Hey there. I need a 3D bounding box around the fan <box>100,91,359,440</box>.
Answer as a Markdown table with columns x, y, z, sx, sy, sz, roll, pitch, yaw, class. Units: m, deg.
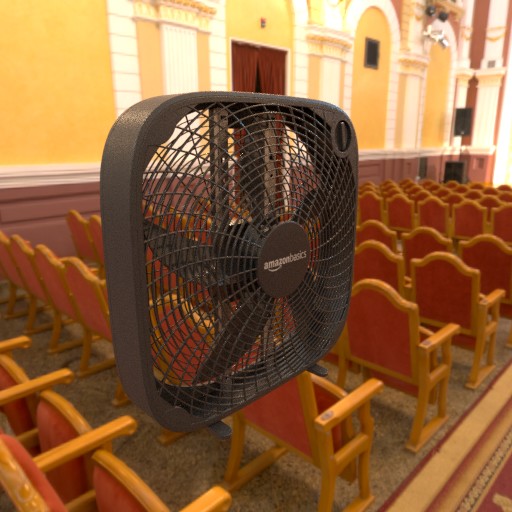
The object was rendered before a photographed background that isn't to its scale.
| x | y | z | sx | sy | sz | roll | pitch | yaw | class |
| --- | --- | --- | --- | --- | --- | --- | --- | --- | --- |
| 0.000 | 0.000 | 0.783 | 0.142 | 0.533 | 0.526 | 14 | 21 | 42 | fan |
